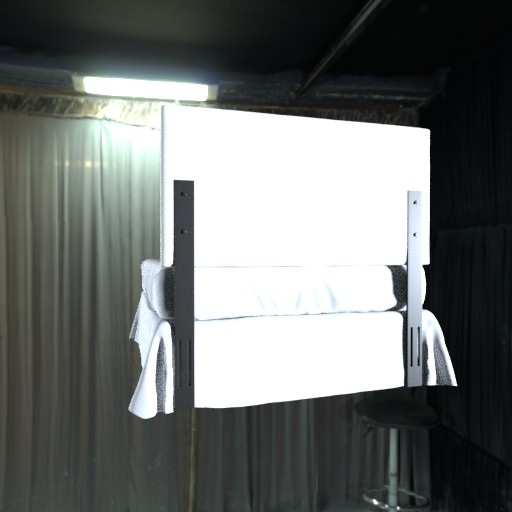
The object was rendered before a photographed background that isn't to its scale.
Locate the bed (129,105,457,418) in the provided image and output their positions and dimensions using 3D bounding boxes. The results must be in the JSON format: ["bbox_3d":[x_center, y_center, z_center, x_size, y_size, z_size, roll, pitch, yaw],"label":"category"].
[{"bbox_3d":[0.000,0.000,3.467,1.936,1.577,2.222,0,1,-17],"label":"bed"}]
